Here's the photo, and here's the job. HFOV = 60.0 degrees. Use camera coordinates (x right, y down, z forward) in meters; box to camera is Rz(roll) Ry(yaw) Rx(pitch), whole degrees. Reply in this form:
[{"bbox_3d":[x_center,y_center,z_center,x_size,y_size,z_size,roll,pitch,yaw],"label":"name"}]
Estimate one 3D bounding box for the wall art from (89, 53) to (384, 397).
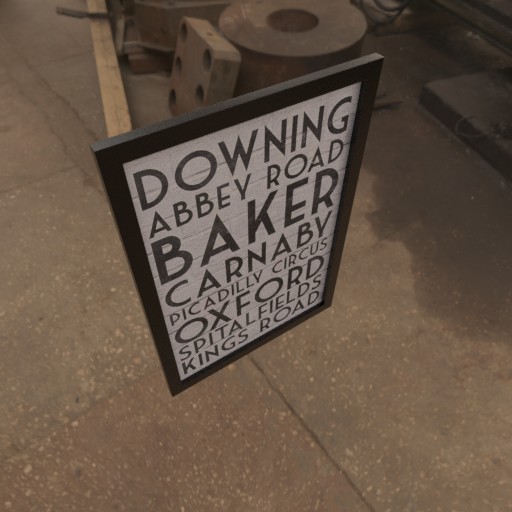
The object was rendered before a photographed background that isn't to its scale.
[{"bbox_3d":[0.000,0.000,0.849,0.462,0.656,0.019,-26,53,-22],"label":"wall art"}]
